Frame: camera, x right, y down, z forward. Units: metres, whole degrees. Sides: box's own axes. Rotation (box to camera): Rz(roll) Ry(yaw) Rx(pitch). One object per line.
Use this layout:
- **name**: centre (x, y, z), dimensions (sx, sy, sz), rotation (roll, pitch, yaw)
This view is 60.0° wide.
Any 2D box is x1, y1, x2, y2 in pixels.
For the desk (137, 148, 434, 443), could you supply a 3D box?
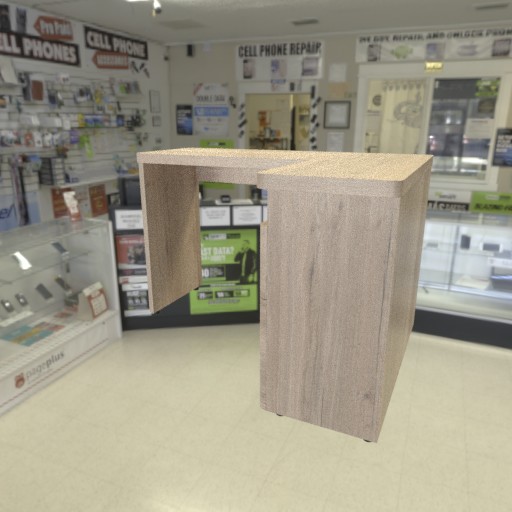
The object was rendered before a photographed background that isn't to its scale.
- **desk**: centre (0.000, 0.000, 1.756), dimensions (1.169, 0.760, 0.900), rotation (8, 19, 24)
